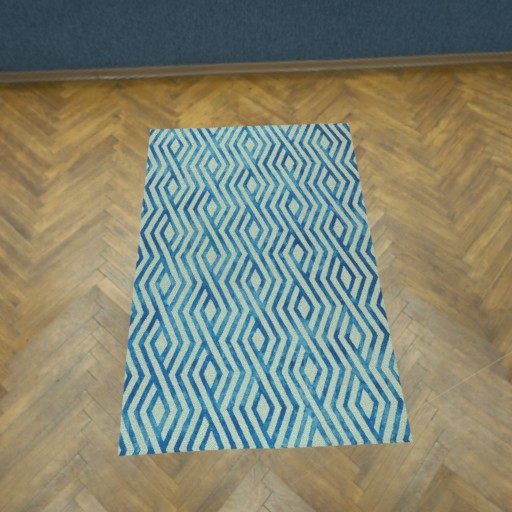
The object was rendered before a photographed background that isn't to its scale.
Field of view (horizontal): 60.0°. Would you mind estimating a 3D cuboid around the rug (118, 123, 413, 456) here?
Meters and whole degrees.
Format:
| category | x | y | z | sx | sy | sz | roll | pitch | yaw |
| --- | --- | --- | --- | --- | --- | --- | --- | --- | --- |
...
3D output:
| category | x | y | z | sx | sy | sz | roll | pitch | yaw |
| --- | --- | --- | --- | --- | --- | --- | --- | --- | --- |
| rug | 0.000 | 0.000 | 2.277 | 1.225 | 0.008 | 1.830 | -2 | 61 | -1 |
